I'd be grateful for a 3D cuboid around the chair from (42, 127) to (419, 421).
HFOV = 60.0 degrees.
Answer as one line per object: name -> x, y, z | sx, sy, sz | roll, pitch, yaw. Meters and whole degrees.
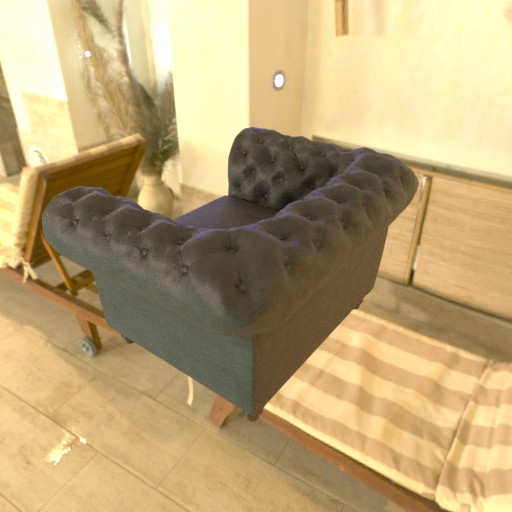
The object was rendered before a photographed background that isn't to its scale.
chair -> 0.000, 0.000, 1.884 | 0.943, 0.780, 1.298 | 21, 37, 31
